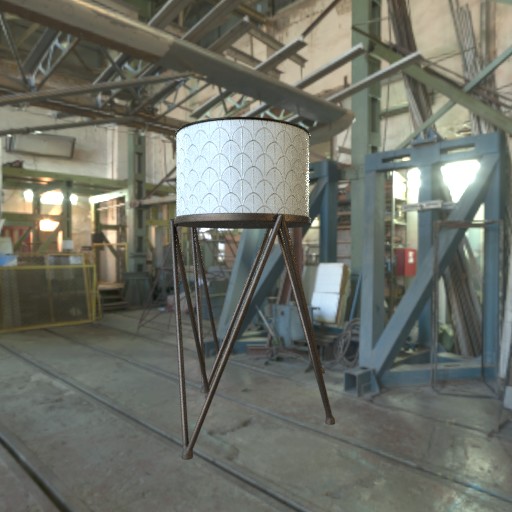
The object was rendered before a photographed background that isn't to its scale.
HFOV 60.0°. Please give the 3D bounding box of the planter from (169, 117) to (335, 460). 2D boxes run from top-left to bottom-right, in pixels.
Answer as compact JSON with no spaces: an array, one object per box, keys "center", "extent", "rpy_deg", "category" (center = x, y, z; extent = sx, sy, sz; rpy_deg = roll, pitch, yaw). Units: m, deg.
[{"center":[0.000,0.000,1.163],"extent":[0.413,0.712,0.769],"rpy_deg":[0,1,1],"category":"planter"}]
